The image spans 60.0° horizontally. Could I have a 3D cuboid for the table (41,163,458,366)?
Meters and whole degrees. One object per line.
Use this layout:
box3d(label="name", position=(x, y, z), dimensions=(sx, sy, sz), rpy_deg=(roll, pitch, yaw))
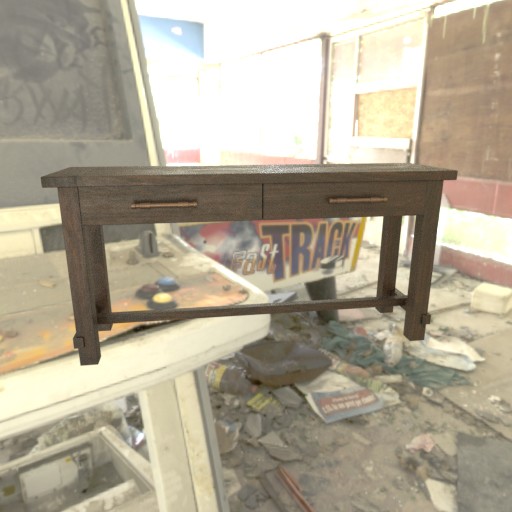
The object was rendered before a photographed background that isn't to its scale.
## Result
box3d(label="table", position=(0.000, 0.000, 1.966), dimensions=(1.599, 0.762, 0.442), rpy_deg=(-2, 16, -8))
